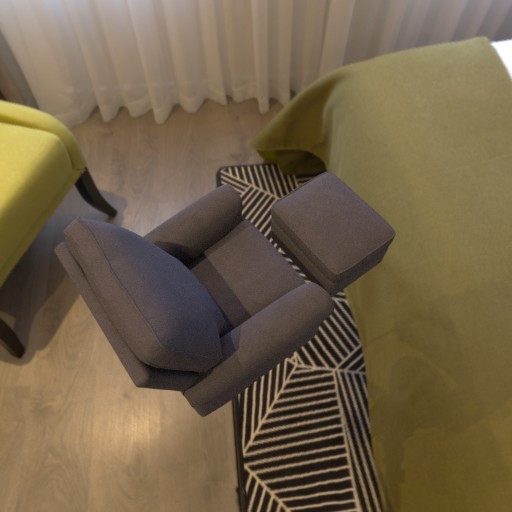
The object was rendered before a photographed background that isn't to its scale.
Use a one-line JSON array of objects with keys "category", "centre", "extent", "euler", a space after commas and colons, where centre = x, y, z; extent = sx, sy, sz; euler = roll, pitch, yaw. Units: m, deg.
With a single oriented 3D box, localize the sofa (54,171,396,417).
[{"category": "sofa", "centre": [0.000, 0.000, 2.118], "extent": [1.478, 0.959, 0.880], "euler": [-33, 65, -18]}]
